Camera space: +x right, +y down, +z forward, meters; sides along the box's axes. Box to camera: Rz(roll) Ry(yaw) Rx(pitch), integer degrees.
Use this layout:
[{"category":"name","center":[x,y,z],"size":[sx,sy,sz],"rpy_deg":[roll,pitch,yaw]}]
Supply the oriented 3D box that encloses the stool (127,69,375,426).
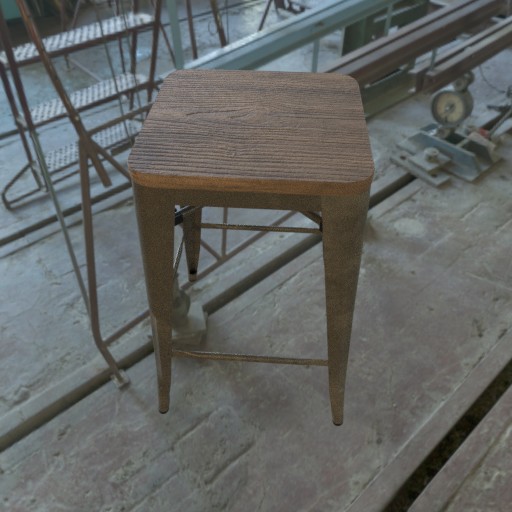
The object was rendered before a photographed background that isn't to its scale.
[{"category":"stool","center":[0.000,0.000,0.883],"size":[0.407,0.607,0.407],"rpy_deg":[3,46,3]}]
